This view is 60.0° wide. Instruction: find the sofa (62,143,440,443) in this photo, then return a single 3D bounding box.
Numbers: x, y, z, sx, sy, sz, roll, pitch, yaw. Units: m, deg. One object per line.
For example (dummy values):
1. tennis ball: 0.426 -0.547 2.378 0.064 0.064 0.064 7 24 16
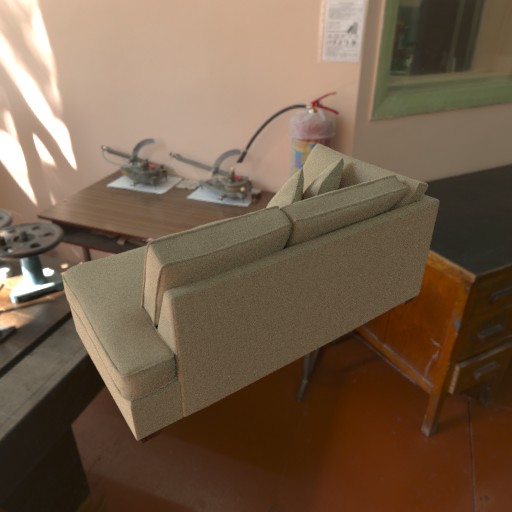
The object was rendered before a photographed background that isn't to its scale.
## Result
1. sofa: 0.000 0.000 2.895 2.237 1.033 1.110 -19 35 -30
